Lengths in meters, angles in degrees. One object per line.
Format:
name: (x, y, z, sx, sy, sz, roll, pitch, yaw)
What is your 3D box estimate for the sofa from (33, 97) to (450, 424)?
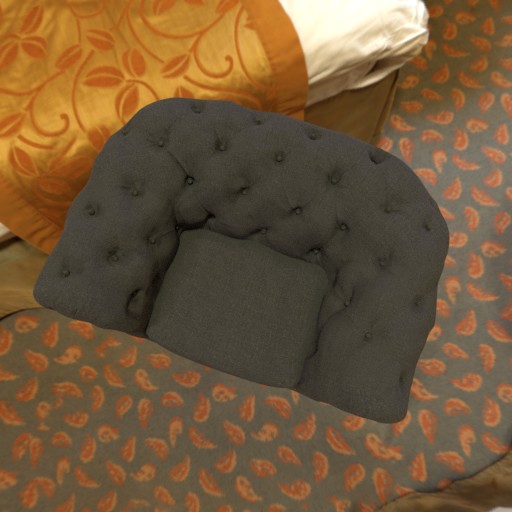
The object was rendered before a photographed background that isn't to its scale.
sofa: (0.000, 0.000, 1.960, 1.405, 0.878, 1.032, 18, 77, 4)
